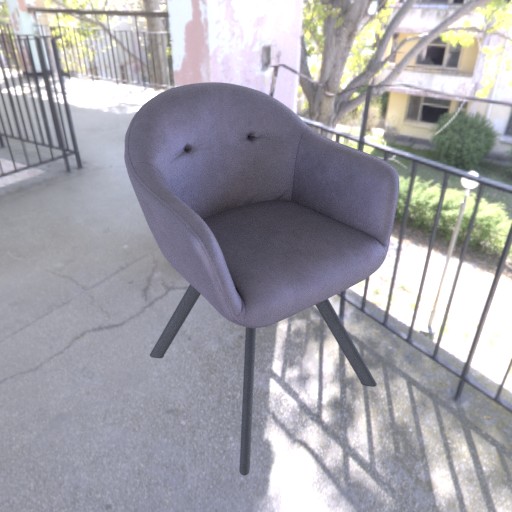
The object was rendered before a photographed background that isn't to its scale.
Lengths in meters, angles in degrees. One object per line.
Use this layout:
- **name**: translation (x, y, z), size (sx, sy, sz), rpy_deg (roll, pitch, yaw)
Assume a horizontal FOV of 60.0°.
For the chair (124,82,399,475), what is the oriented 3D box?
- **chair**: translation (0.000, 0.000, 1.155), size (0.567, 0.781, 0.544), rpy_deg (-21, 36, -31)
